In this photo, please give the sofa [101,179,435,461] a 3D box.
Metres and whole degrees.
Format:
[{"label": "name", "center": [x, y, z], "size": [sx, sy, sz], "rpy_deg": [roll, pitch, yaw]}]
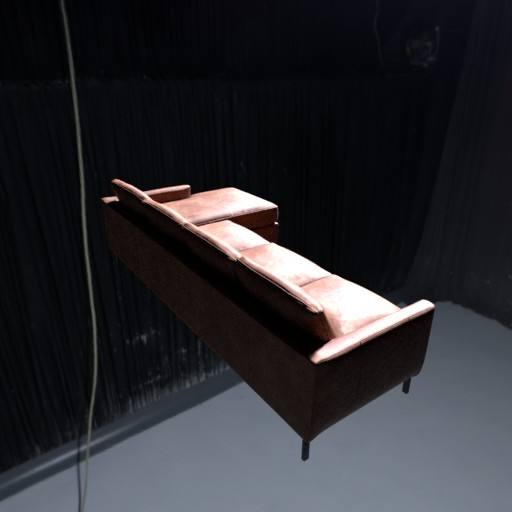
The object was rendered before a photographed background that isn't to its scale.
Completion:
[{"label": "sofa", "center": [0.000, 0.000, 3.516], "size": [1.471, 0.859, 2.993], "rpy_deg": [-17, 29, -32]}]
